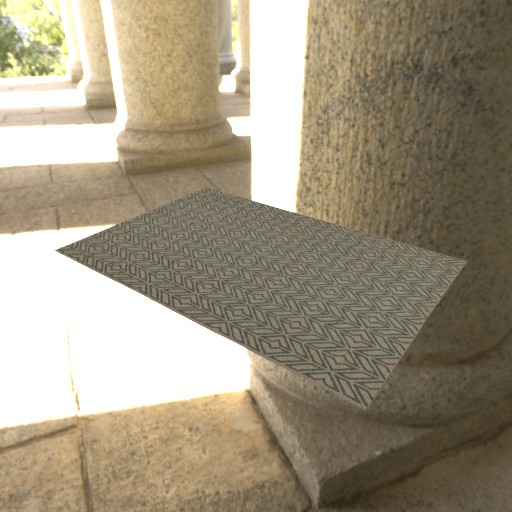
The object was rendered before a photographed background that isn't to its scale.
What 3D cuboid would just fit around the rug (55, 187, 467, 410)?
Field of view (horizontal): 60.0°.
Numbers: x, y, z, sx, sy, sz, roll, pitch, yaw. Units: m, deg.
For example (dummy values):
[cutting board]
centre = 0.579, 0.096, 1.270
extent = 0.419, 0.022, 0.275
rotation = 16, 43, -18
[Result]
[rug]
centre = 0.000, 0.000, 2.355
extent = 1.828, 0.007, 1.220
rotation = 20, 35, 32
